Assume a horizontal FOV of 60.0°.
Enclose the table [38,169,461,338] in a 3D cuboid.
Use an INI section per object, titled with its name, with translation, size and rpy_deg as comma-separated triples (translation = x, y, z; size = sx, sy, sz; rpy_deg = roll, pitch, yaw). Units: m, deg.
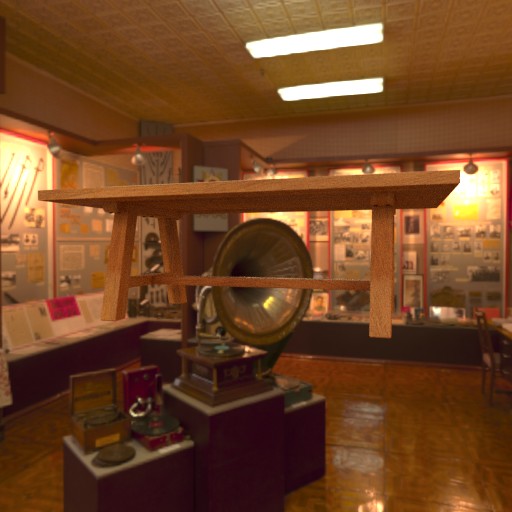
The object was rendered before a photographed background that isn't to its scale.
[table]
translation = 0.000, 0.000, 1.673
size = 1.320, 0.455, 0.760
rpy_deg = 0, 1, 18
